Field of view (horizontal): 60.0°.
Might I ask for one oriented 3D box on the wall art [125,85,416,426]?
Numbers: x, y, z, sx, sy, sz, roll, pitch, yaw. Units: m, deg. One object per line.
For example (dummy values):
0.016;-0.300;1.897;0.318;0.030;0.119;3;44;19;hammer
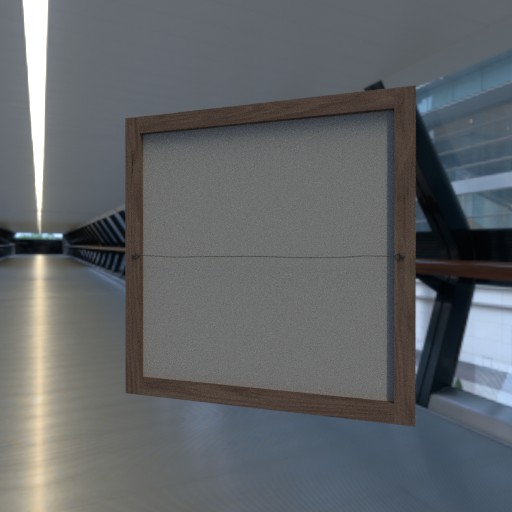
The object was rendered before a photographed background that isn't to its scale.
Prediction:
0.000;0.000;1.117;0.757;0.762;0.028;0;0;18;wall art
